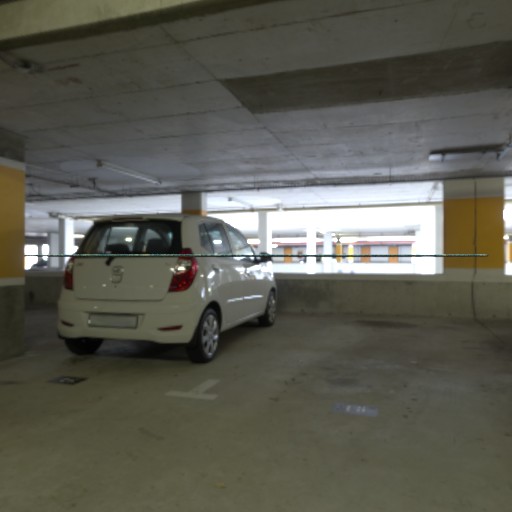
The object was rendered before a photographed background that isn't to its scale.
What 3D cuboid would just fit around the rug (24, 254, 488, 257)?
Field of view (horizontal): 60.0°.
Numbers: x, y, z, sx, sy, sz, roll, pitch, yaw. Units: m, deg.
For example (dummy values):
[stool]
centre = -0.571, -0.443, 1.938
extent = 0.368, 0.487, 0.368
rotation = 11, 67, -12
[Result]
[rug]
centre = 0.000, 0.000, 2.693
extent = 2.435, 0.011, 0.750
rotation = 0, 0, 0
